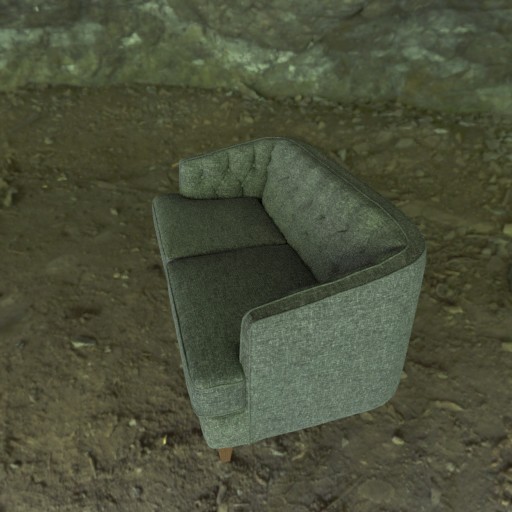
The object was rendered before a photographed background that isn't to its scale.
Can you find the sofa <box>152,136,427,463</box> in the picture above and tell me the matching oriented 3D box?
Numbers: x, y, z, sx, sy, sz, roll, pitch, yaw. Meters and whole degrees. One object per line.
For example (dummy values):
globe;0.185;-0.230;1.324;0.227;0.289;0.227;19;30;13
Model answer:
sofa;0.000;0.000;2.278;0.941;0.855;1.733;-8;31;-14
